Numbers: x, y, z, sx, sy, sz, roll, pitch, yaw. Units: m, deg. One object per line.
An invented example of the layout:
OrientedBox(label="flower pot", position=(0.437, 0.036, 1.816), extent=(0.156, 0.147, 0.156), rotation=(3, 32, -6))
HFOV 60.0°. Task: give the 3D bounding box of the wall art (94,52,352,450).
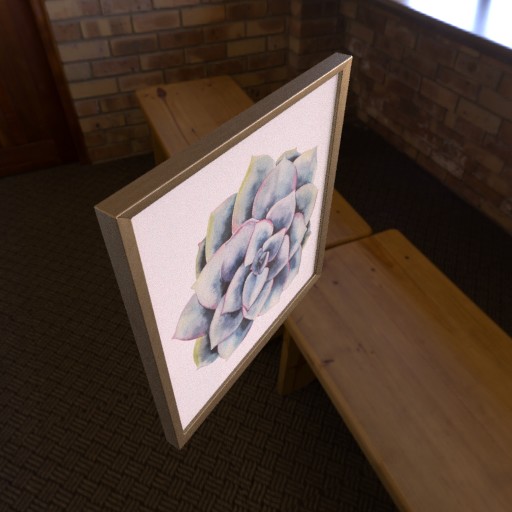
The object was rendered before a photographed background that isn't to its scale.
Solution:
OrientedBox(label="wall art", position=(0.000, 0.000, 0.739), extent=(0.030, 0.506, 0.503), rotation=(25, 49, 24))
